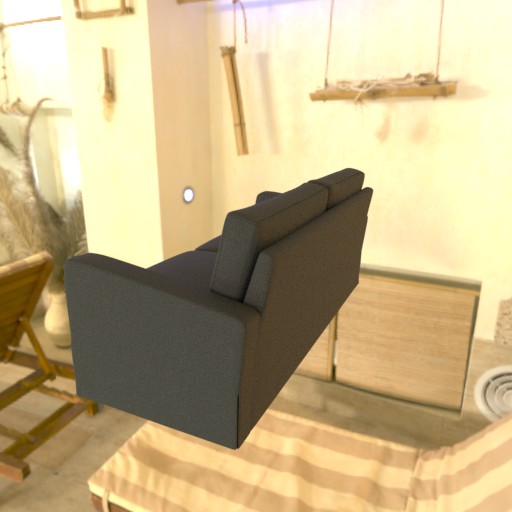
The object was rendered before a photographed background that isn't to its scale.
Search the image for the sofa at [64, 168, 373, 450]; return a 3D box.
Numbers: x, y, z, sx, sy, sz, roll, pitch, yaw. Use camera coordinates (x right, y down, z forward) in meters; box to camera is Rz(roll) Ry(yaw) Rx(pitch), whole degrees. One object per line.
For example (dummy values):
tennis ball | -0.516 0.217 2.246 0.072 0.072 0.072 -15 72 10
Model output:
sofa | 0.000 0.000 2.395 0.898 0.839 1.852 8 19 24
